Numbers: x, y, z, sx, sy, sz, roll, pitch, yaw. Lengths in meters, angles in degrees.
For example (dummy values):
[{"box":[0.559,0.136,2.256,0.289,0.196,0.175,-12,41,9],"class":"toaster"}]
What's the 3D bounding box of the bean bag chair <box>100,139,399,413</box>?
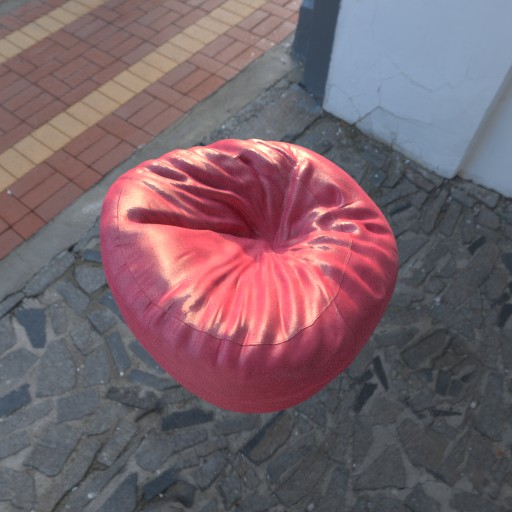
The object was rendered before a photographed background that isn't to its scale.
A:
[{"box":[0.000,0.000,2.437,1.524,0.878,1.524,-30,63,-17],"class":"bean bag chair"}]
